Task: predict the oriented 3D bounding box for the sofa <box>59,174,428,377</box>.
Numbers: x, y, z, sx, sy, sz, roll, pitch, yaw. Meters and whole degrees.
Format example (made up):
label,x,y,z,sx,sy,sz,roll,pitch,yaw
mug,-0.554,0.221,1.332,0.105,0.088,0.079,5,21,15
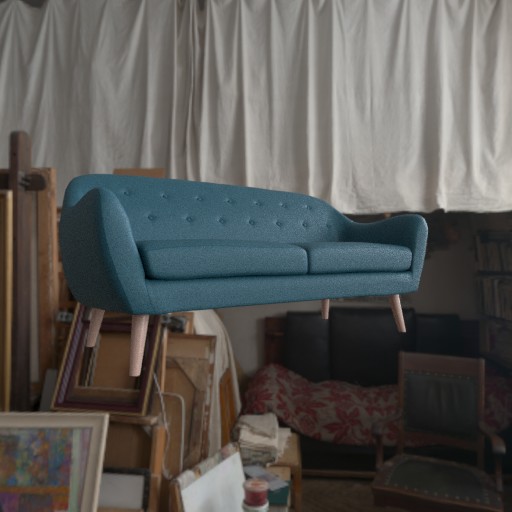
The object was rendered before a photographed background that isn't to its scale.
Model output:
label,x,y,z,sx,sy,sz,roll,pitch,yaw
sofa,0.000,0.000,2.267,1.840,0.836,0.820,0,0,-35
